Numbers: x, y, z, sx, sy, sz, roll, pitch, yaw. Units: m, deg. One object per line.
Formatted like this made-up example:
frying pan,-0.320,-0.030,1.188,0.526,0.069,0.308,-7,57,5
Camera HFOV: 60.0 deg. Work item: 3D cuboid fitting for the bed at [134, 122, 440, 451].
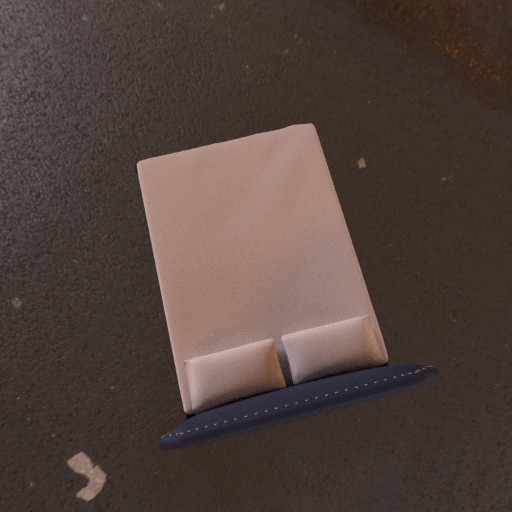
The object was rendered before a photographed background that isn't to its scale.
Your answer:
bed,0.000,0.000,3.464,1.712,1.443,2.372,-13,75,-4
